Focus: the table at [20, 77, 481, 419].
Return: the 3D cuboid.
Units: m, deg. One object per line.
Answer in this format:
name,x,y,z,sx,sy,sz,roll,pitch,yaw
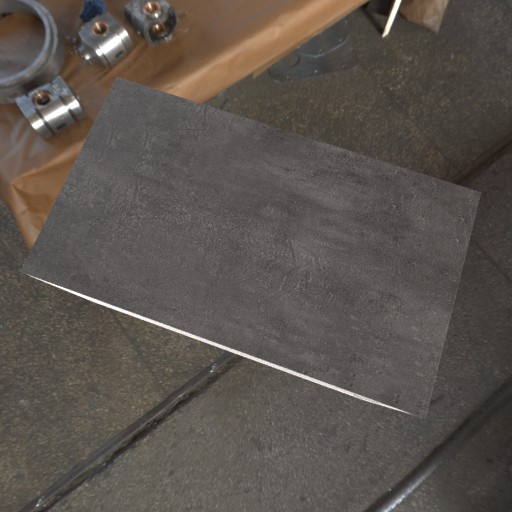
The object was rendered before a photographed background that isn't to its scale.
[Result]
table,0.000,0.000,0.932,0.700,0.350,0.400,19,77,5
